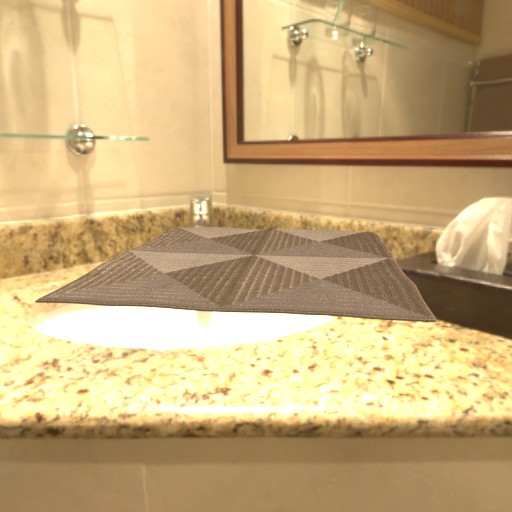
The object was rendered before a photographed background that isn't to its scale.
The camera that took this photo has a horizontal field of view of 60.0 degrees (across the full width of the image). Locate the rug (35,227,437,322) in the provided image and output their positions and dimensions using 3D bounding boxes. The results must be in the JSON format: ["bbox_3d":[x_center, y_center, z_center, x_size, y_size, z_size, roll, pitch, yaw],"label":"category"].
[{"bbox_3d":[0.000,0.000,0.895,0.551,0.008,0.642,2,13,8],"label":"rug"}]
